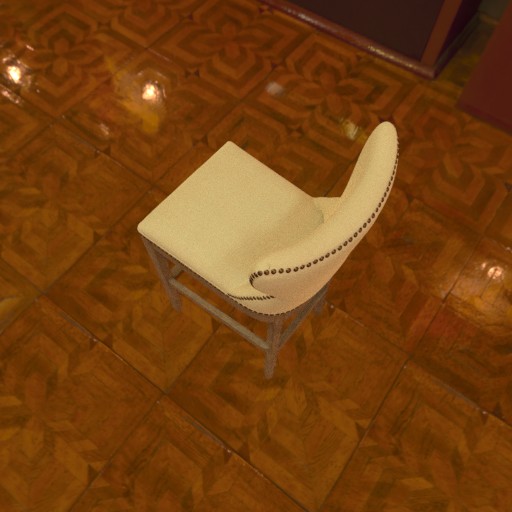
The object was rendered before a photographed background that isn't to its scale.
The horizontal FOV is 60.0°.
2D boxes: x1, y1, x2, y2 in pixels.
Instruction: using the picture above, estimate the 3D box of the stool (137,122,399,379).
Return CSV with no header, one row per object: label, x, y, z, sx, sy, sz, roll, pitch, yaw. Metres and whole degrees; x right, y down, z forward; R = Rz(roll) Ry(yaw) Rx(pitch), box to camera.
stool,0.000,0.000,1.460,0.606,1.123,0.494,36,69,16
